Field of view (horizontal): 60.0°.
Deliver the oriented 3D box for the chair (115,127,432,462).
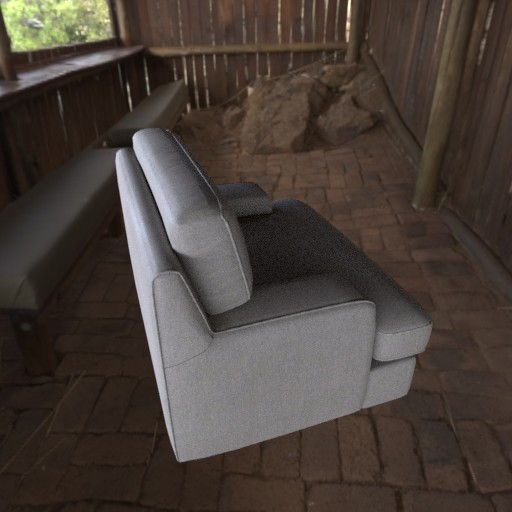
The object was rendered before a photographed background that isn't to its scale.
[{"bbox_3d":[0.000,0.000,1.979,1.043,0.974,1.270,-10,32,-17],"label":"chair"}]
